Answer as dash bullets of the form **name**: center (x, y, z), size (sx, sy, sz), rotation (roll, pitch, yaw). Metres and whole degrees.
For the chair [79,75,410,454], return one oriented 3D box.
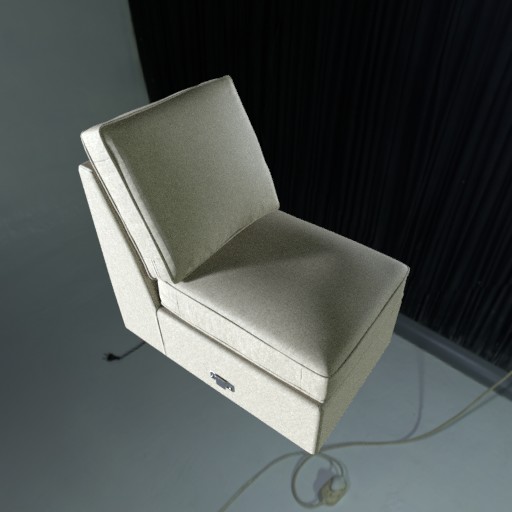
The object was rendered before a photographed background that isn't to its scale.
- **chair**: center (0.000, 0.000, 1.685), size (1.020, 1.058, 0.674), rotation (26, 46, 27)
